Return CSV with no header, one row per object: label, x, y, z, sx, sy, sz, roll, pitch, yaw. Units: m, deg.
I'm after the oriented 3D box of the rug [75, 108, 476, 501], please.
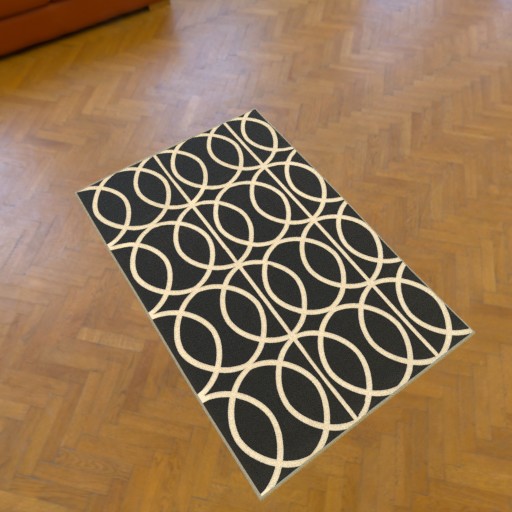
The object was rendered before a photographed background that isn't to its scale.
rug,0.000,0.000,2.831,1.528,0.014,2.294,-30,64,-17
